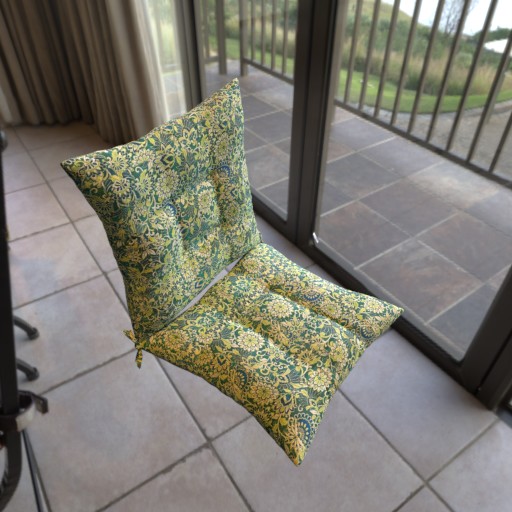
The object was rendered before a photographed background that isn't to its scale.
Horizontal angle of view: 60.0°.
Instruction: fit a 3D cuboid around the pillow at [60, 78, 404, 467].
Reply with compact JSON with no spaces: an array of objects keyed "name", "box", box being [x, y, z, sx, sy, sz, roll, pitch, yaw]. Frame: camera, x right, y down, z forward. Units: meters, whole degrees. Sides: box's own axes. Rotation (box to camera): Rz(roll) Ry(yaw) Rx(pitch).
[{"name":"pillow","box":[0.000,0.000,0.991,0.585,0.536,0.541,26,48,27]}]
